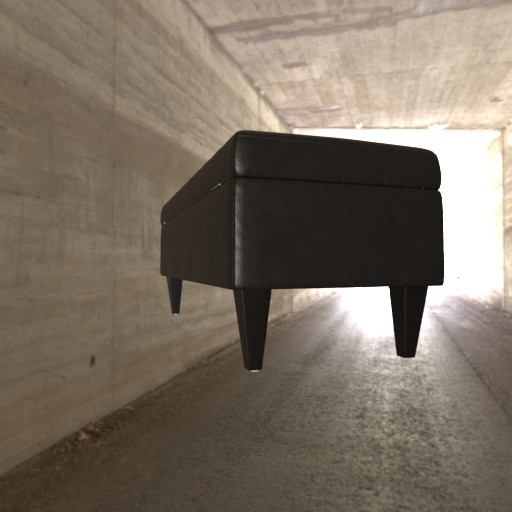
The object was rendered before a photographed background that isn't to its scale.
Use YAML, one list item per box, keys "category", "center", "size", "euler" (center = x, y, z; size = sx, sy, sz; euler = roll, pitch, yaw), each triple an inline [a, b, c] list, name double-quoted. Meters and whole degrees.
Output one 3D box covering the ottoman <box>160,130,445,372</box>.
- category: "ottoman"
  center: [0.000, 0.000, 1.414]
  size: [0.482, 0.469, 1.151]
  euler: [0, -1, -19]
